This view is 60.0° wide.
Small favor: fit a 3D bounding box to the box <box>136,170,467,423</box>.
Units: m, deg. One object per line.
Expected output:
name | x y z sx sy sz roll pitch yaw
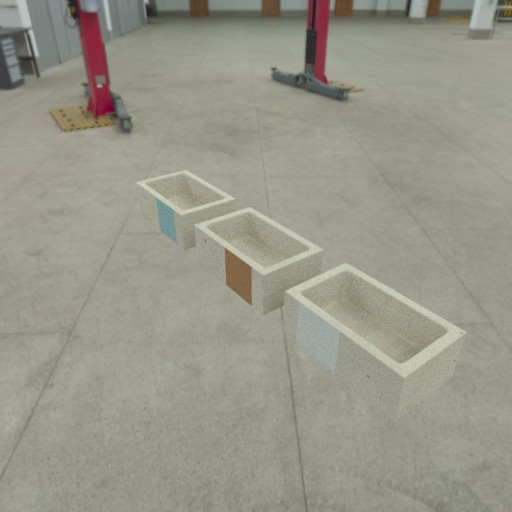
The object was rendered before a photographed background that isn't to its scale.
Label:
box | 0.000 0.000 0.508 0.082 0.051 0.461 -22 38 -31
